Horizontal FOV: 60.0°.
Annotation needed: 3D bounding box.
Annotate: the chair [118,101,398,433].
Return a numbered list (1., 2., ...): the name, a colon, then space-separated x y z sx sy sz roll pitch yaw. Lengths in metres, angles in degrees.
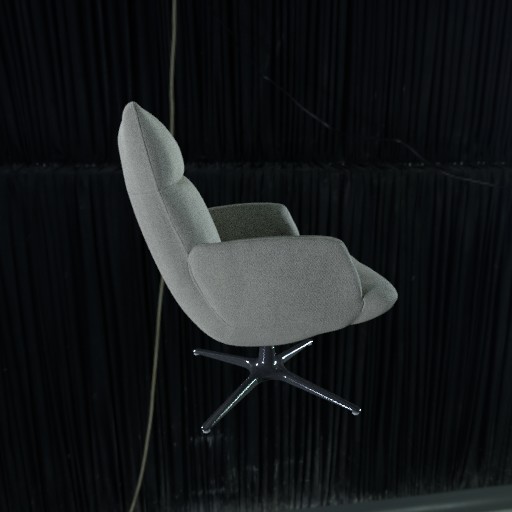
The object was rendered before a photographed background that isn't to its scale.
1. chair: 0.000 0.000 1.603 0.889 1.016 0.711 -3 16 -10
